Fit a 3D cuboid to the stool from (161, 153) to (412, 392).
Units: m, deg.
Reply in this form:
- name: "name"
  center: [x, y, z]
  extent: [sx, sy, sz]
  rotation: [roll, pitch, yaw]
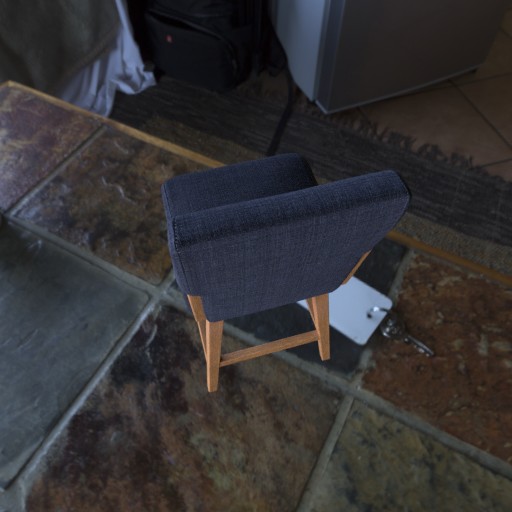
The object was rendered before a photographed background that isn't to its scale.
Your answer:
- name: "stool"
  center: [0.000, 0.000, 1.284]
  extent: [0.459, 1.010, 0.526]
  rotation: [-13, 59, -8]
